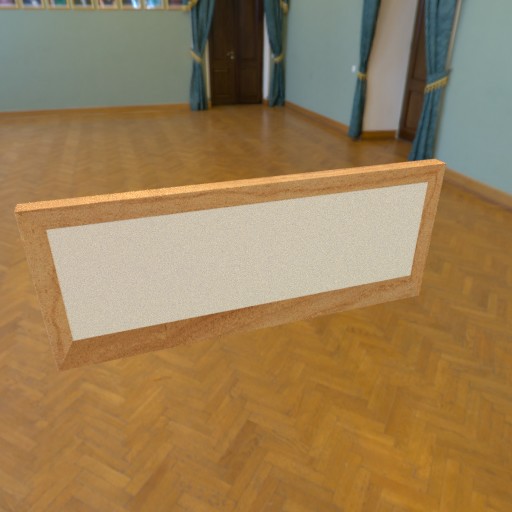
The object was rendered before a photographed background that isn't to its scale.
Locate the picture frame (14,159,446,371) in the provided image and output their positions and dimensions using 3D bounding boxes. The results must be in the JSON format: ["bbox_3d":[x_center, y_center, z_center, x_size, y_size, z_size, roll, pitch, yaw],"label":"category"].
[{"bbox_3d":[0.000,0.000,0.648,0.582,0.234,0.045,-9,29,-17],"label":"picture frame"}]
